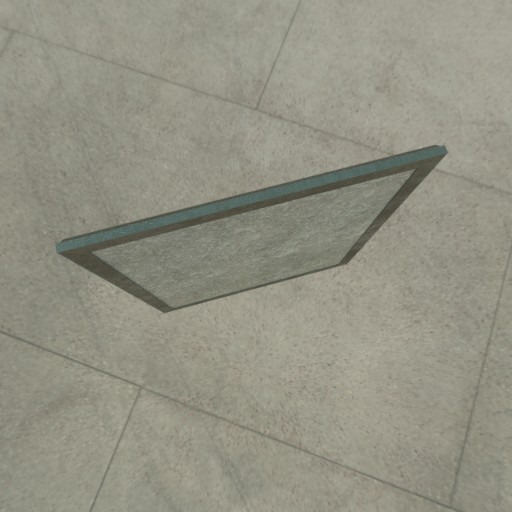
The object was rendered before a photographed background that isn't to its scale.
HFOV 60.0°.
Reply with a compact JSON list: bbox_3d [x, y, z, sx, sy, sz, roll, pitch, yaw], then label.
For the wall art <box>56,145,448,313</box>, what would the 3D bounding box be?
[{"bbox_3d":[0.000,0.000,1.319,0.767,0.983,0.030,-15,77,-4],"label":"wall art"}]
